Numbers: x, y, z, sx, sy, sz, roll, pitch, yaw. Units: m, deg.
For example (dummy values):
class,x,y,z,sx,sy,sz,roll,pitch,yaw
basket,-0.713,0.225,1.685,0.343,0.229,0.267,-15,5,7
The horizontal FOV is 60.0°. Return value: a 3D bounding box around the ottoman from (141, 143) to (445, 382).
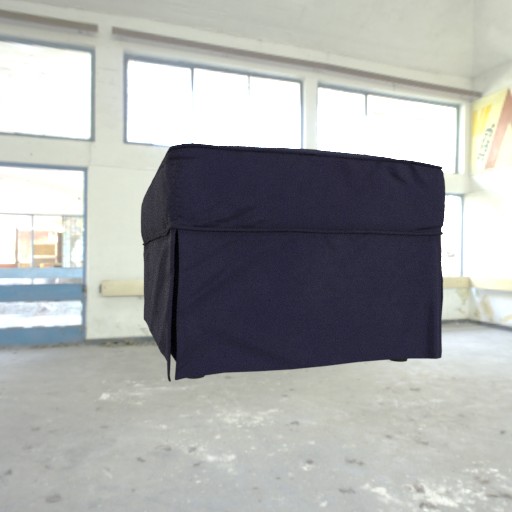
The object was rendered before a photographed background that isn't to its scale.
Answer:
class,x,y,z,sx,sy,sz,roll,pitch,yaw
ottoman,0.000,0.000,1.328,0.637,0.503,0.938,0,-1,-18
